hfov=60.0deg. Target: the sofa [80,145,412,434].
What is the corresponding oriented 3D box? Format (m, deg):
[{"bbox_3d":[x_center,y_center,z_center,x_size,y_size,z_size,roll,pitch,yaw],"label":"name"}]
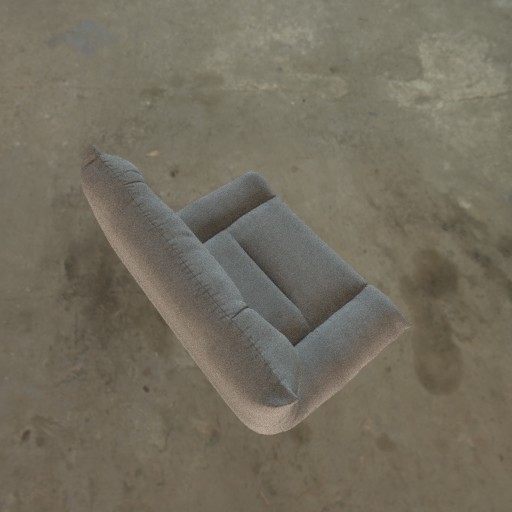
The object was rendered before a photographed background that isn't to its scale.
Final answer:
[{"bbox_3d":[0.000,0.000,1.735,0.847,0.795,1.144,-34,64,-19],"label":"sofa"}]
